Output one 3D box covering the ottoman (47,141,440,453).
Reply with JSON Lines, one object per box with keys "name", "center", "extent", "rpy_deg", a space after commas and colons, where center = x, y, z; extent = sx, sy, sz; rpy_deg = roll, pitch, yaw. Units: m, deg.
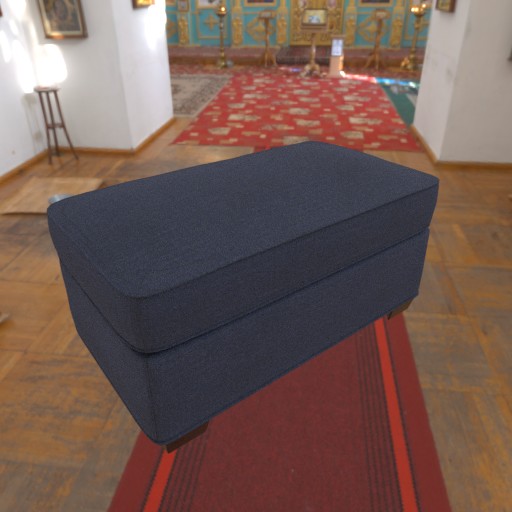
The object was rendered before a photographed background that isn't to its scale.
{"name": "ottoman", "center": [0.000, 0.000, 1.179], "extent": [0.895, 0.453, 0.505], "rpy_deg": [-21, 36, -32]}
